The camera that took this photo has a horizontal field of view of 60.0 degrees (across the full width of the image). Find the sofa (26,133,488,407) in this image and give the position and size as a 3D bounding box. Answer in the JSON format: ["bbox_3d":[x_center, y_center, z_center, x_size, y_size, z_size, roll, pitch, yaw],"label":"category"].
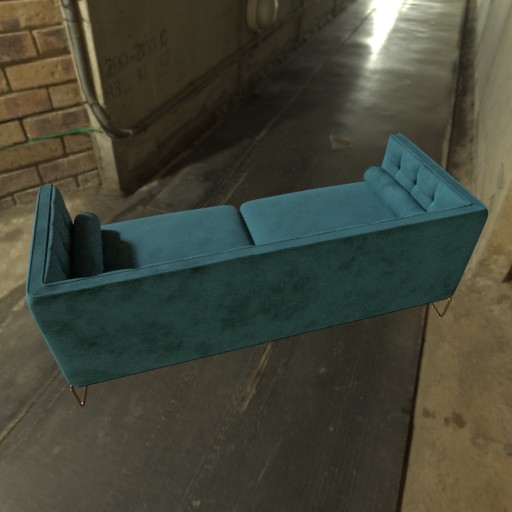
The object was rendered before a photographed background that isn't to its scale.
[{"bbox_3d":[0.000,0.000,2.415,2.087,0.789,0.867,-11,43,-12],"label":"sofa"}]
